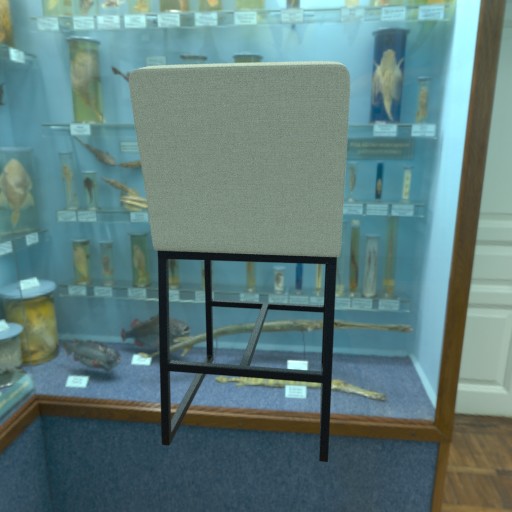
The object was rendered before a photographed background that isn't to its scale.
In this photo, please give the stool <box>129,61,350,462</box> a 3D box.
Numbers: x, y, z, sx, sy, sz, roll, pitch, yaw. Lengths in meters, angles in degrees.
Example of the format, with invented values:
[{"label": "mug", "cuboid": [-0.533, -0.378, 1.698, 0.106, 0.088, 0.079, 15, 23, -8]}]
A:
[{"label": "stool", "cuboid": [0.000, 0.000, 1.254, 0.460, 0.940, 0.560, 2, 15, 8]}]
